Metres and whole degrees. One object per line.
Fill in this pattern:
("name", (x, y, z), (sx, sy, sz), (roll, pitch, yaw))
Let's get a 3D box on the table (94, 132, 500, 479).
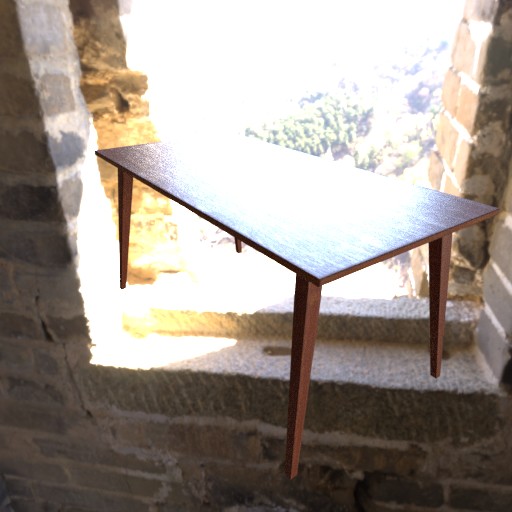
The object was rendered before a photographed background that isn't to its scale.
("table", (0.000, 0.000, 1.988), (0.811, 0.755, 1.609), (-18, 31, -32))
